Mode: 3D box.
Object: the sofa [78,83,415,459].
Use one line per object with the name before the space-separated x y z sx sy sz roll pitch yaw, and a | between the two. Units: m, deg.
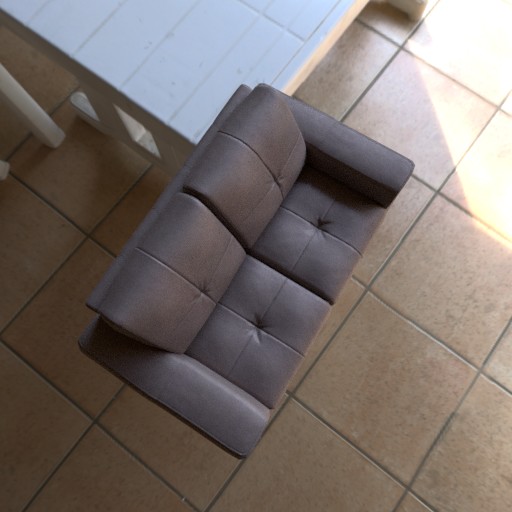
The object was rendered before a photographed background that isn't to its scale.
sofa | 0.000 0.000 2.377 1.018 0.907 1.806 31 78 7
